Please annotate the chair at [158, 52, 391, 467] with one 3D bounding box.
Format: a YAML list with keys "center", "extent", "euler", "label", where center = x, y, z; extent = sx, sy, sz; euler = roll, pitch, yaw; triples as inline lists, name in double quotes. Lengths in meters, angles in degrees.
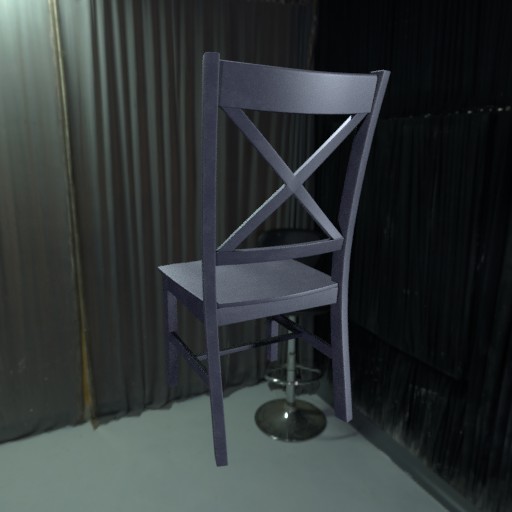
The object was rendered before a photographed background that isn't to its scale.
- center: [0.000, 0.000, 1.304]
  extent: [0.485, 0.983, 0.542]
  euler: [-7, 16, -27]
  label: "chair"
